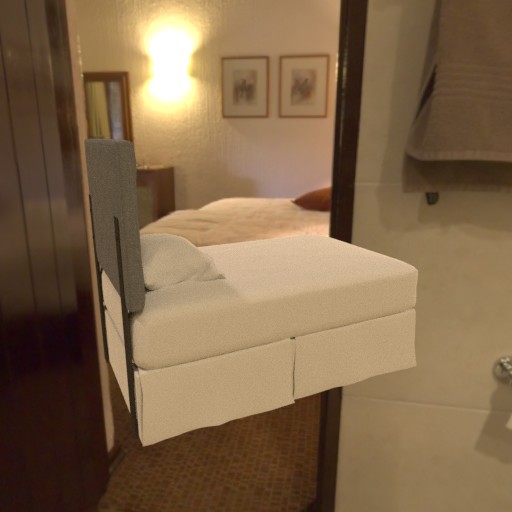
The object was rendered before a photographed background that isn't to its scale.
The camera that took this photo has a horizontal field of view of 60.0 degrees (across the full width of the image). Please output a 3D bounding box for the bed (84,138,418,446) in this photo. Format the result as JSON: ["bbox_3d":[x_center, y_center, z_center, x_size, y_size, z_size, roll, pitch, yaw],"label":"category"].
[{"bbox_3d":[0.000,0.000,3.064,1.997,1.571,1.261,-8,17,-26],"label":"bed"}]
